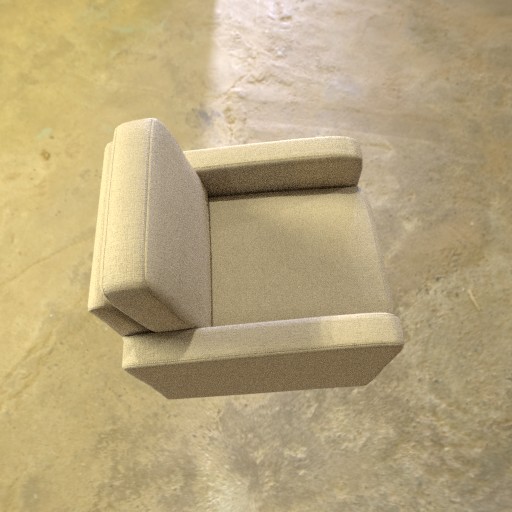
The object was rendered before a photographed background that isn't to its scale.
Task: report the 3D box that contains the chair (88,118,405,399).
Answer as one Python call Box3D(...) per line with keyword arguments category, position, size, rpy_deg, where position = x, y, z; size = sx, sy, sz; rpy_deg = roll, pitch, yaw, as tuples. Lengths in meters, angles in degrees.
Box3D(category="chair", position=(0.000, 0.000, 1.493), size=(0.888, 0.827, 0.755), rpy_deg=(-4, 63, -2))
